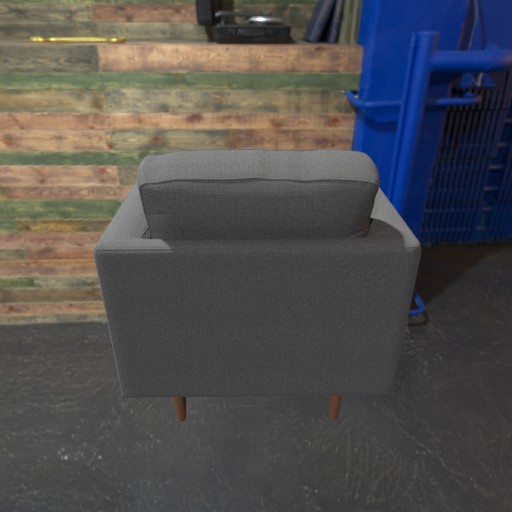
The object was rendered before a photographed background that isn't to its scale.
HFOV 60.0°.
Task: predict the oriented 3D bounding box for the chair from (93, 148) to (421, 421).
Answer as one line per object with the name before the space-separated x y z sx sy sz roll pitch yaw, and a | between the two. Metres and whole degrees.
chair | 0.000 0.000 1.573 0.854 0.927 0.800 0 30 -1
